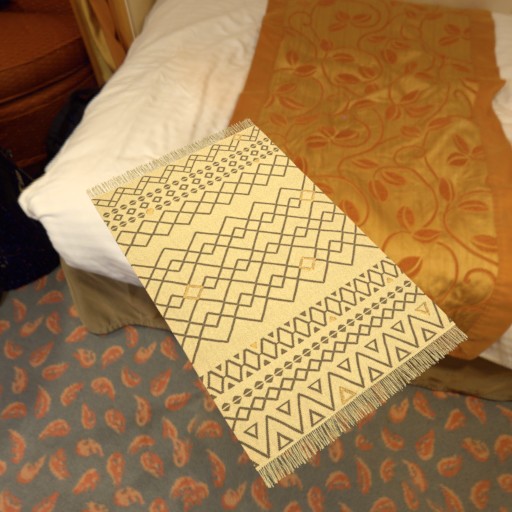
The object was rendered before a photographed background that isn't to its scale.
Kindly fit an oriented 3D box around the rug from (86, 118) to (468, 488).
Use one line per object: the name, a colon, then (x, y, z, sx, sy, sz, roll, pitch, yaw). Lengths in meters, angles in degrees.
rug: (0.000, 0.000, 3.047, 1.495, 0.035, 2.472, -29, 61, -18)
